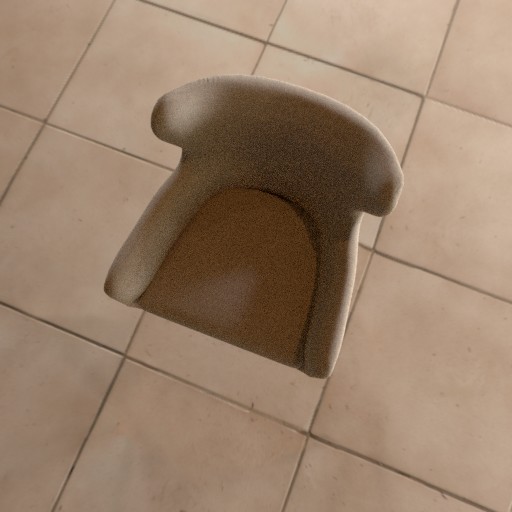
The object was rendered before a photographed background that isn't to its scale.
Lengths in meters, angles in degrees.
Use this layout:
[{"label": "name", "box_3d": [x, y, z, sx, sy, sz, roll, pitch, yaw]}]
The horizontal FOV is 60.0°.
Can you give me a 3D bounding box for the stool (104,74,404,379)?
[{"label": "stool", "box_3d": [0.000, 0.000, 1.357, 0.556, 1.034, 0.563, 20, 77, 5]}]
